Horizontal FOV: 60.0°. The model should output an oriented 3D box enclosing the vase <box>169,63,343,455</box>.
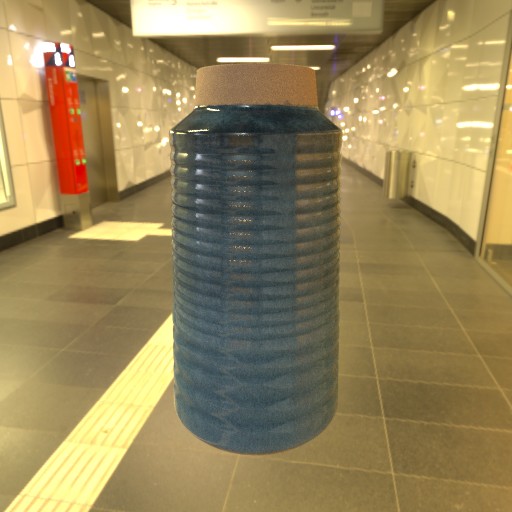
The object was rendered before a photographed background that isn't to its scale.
[{"bbox_3d":[0.000,0.000,0.407,0.163,0.316,0.163,0,17,0],"label":"vase"}]
